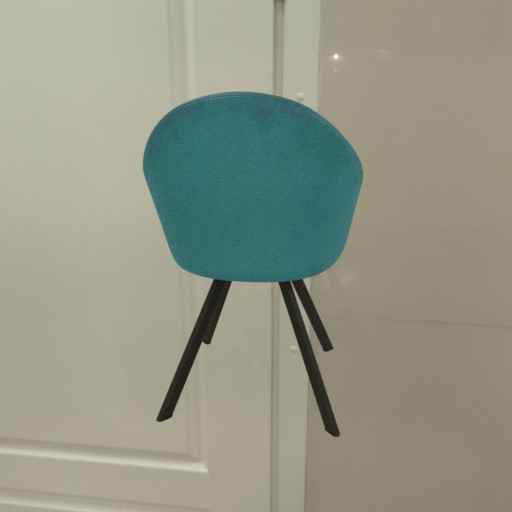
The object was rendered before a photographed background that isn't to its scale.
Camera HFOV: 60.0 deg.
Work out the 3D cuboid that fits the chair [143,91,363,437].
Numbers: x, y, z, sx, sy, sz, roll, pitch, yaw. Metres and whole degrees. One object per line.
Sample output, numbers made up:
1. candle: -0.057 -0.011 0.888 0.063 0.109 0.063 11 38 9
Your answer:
1. chair: 0.000 0.000 1.185 0.540 0.780 0.570 2 15 7
